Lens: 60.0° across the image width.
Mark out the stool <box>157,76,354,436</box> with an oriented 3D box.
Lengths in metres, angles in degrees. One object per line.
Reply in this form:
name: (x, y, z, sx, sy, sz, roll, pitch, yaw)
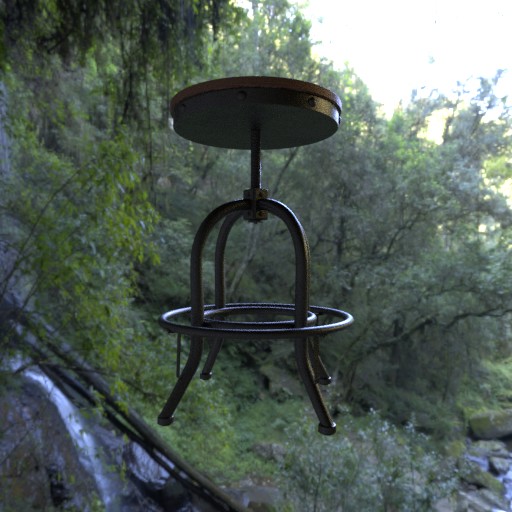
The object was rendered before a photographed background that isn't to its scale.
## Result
stool: (0.000, 0.000, 0.922, 0.439, 0.609, 0.439, 0, 1, -37)
